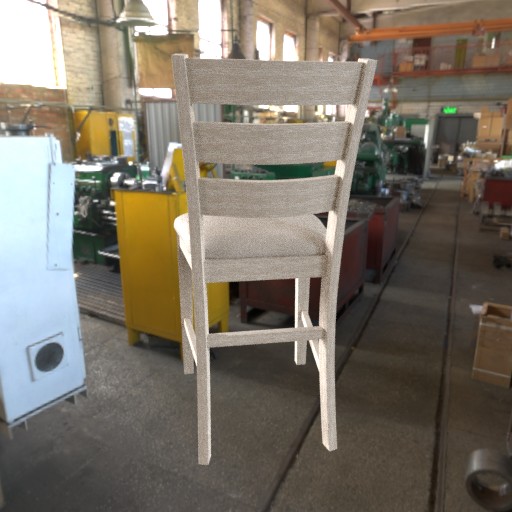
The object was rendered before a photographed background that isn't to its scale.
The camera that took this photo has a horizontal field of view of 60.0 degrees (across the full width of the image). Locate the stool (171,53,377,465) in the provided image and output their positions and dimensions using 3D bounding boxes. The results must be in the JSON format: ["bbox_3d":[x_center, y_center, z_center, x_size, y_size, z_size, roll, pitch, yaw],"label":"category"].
[{"bbox_3d":[0.000,0.000,1.314,0.484,1.032,0.569,-3,16,-9],"label":"stool"}]
